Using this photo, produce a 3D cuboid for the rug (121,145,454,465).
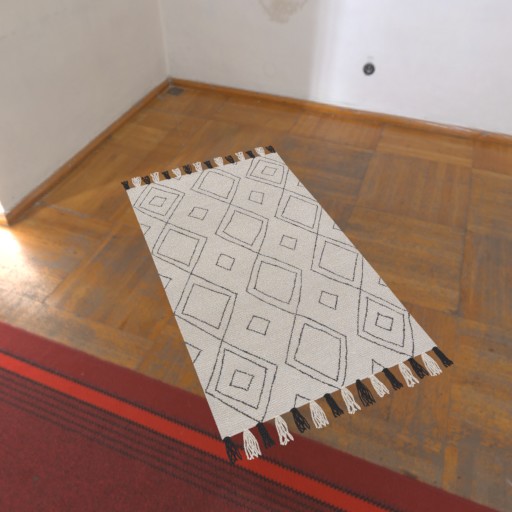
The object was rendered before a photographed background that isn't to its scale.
[{"bbox_3d":[0.000,0.000,3.423,1.524,0.021,2.755,-18,49,-16],"label":"rug"}]
